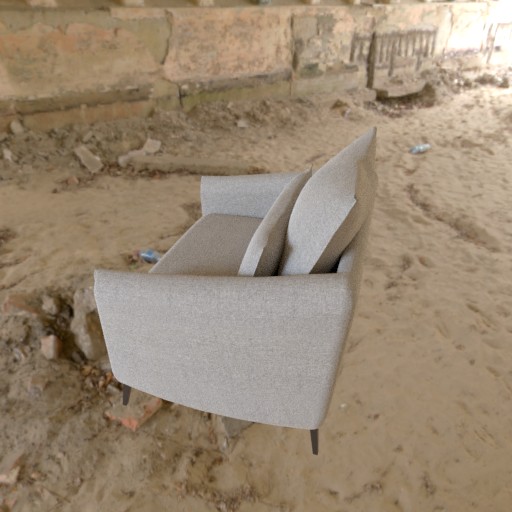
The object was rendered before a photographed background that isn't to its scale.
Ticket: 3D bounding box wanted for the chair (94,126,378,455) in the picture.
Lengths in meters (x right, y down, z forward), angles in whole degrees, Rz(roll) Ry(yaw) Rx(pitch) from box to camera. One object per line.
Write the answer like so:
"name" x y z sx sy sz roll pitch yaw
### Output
"chair" 0.000 0.000 1.673 0.801 0.856 1.029 9 32 14
